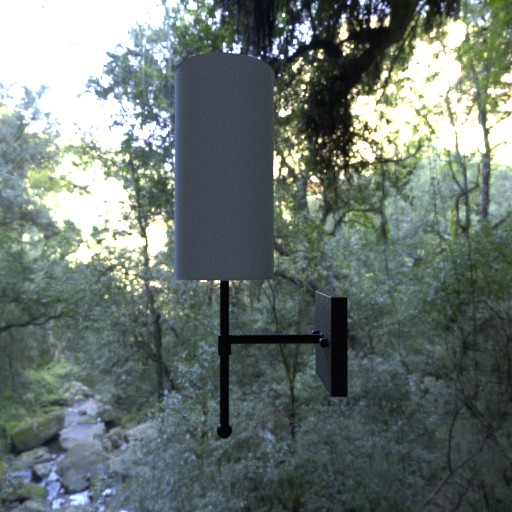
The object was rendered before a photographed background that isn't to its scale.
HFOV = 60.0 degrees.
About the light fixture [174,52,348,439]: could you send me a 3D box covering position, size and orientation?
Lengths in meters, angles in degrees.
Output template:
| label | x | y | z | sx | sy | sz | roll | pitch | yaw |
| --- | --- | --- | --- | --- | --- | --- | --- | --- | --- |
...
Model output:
| label | x | y | z | sx | sy | sz | roll | pitch | yaw |
| --- | --- | --- | --- | --- | --- | --- | --- | --- | --- |
| light fixture | 0.000 | 0.000 | 0.566 | 0.208 | 0.462 | 0.128 | 0 | -1 | -1 |
